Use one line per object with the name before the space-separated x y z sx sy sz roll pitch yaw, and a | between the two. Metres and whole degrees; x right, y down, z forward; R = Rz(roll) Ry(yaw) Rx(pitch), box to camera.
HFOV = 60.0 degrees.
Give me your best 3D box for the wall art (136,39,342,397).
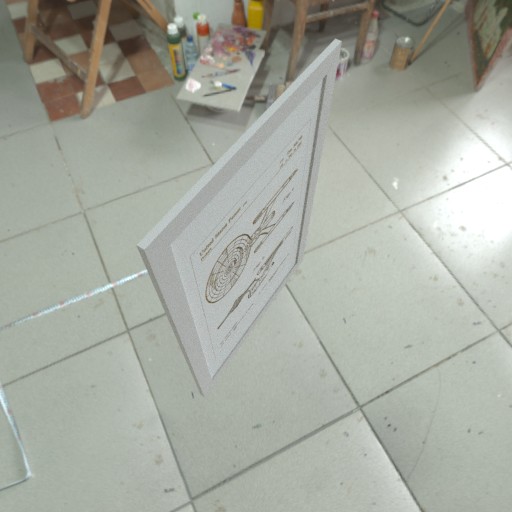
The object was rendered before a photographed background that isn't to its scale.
wall art | 0.000 0.000 0.863 0.011 0.659 0.454 30 63 17
